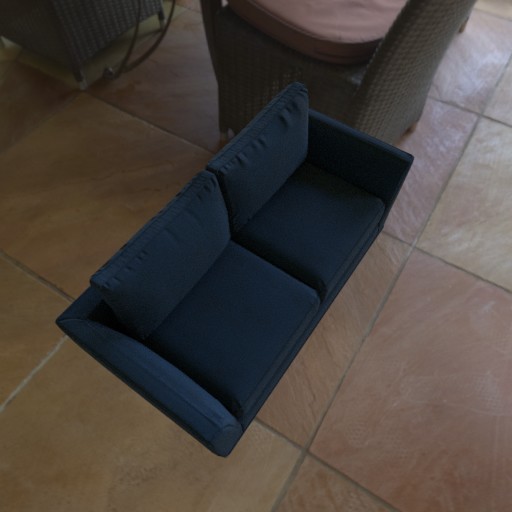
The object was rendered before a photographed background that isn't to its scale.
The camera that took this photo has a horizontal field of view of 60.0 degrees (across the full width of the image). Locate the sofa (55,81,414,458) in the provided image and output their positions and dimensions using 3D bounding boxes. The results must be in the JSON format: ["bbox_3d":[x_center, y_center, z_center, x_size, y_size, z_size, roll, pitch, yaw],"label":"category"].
[{"bbox_3d":[0.000,0.000,2.318,0.853,1.002,1.770,31,63,18],"label":"sofa"}]
